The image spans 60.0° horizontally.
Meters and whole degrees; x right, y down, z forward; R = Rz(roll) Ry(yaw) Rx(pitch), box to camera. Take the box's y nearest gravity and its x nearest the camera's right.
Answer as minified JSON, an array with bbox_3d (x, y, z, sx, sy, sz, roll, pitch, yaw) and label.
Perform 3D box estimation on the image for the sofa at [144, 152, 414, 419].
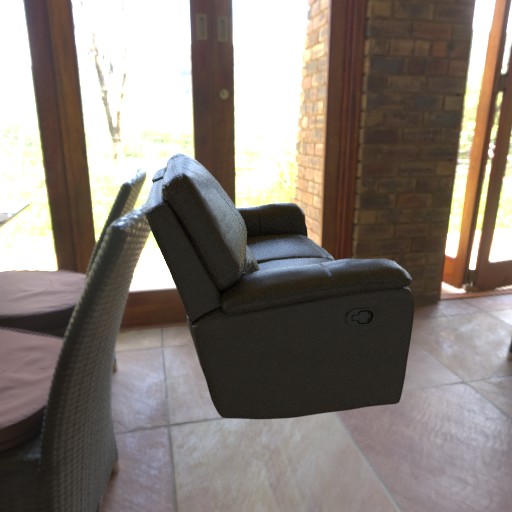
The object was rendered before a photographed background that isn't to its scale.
[{"bbox_3d":[0.000,0.000,2.497,1.104,1.111,1.765,-3,16,-10],"label":"sofa"}]
